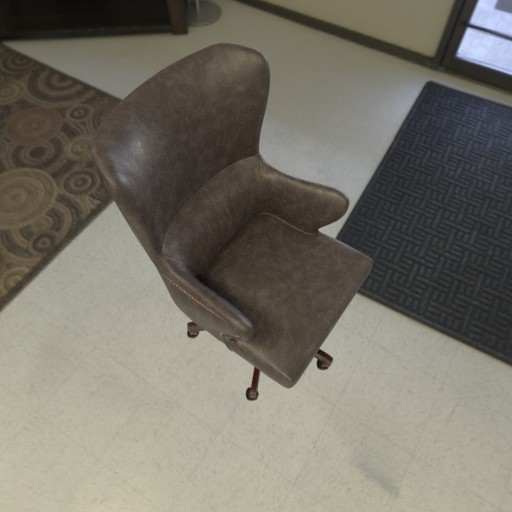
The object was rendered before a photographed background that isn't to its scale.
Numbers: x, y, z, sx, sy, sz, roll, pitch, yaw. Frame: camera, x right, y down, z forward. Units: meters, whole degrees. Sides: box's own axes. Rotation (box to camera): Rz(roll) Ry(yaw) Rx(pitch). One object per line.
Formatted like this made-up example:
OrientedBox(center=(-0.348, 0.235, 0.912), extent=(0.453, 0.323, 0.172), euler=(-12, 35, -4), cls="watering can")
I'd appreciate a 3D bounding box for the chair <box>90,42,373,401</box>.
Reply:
OrientedBox(center=(0.000, 0.000, 1.445), extent=(0.717, 1.037, 0.594), euler=(31, 63, 18), cls="chair")
